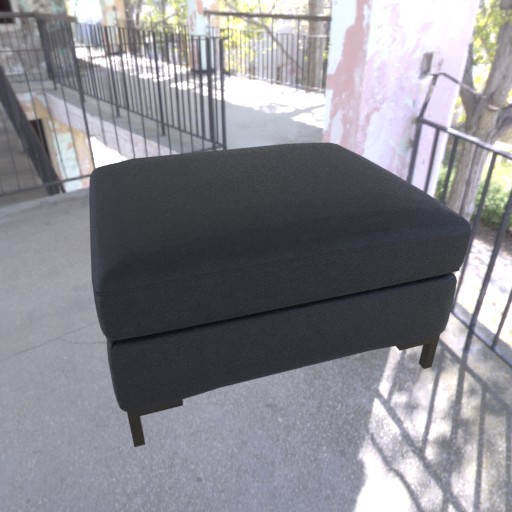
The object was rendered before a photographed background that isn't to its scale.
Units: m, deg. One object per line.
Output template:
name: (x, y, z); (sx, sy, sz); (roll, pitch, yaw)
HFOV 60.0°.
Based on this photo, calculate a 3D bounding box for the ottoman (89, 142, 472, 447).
ottoman: (0.000, 0.000, 1.784); (1.187, 0.696, 0.967); (-9, 32, -16)
